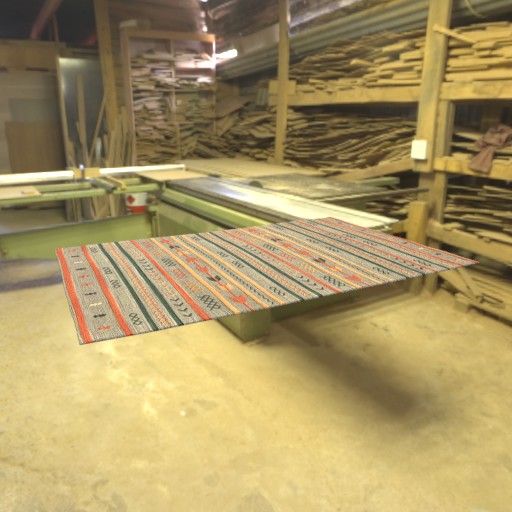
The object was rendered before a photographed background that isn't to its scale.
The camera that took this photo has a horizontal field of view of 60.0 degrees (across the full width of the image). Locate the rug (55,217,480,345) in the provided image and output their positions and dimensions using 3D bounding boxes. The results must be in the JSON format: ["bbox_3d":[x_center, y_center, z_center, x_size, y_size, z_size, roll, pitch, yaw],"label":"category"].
[{"bbox_3d":[0.000,0.000,2.278,1.835,0.017,1.220,-8,19,-26],"label":"rug"}]
